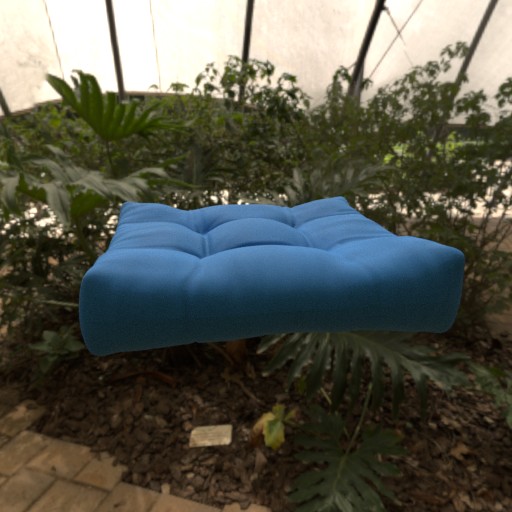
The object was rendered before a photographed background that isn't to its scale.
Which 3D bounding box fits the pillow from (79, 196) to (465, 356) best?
[{"bbox_3d":[0.000,0.000,0.745,0.490,0.128,0.468,-3,17,-10],"label":"pillow"}]
